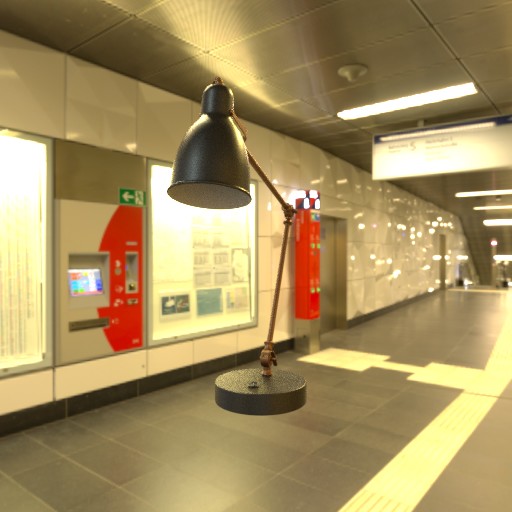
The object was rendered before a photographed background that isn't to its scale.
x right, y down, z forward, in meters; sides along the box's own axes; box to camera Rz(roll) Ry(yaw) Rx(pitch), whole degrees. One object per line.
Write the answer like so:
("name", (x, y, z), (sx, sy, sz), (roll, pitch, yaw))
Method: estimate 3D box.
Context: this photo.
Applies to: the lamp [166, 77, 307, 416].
("lamp", (0.000, 0.000, 0.878), (0.187, 0.587, 0.561), (0, 0, 19))
